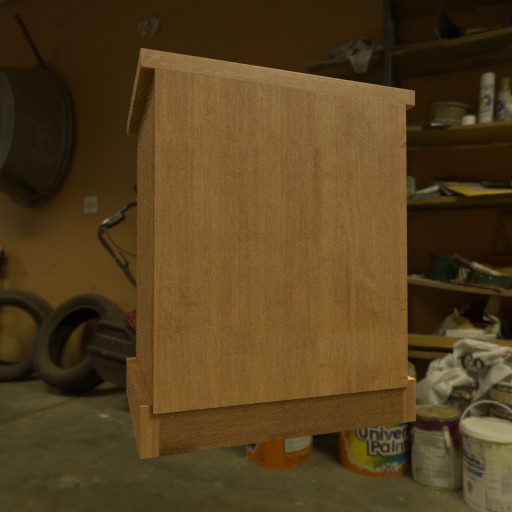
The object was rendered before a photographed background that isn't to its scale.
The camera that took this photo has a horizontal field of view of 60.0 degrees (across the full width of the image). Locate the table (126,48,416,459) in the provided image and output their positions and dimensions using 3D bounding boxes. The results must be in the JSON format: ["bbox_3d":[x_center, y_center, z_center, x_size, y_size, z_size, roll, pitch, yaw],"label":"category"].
[{"bbox_3d":[0.000,0.000,1.217,0.660,0.813,0.500,0,-1,-19],"label":"table"}]
